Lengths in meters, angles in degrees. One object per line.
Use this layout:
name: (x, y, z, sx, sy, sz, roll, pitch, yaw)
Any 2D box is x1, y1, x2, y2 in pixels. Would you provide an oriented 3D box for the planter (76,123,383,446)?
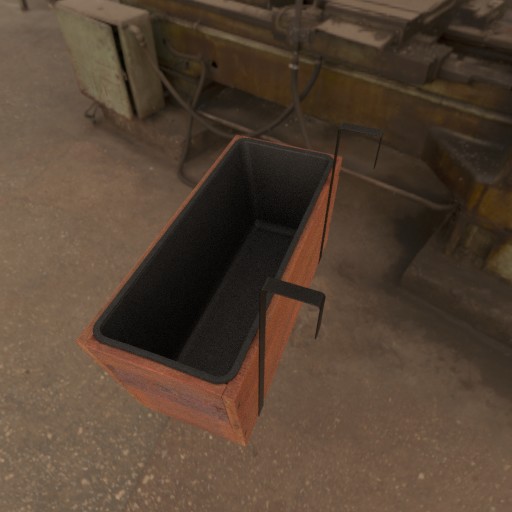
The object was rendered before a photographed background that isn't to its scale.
planter: (0.000, 0.000, 0.661, 0.262, 0.289, 0.480, 16, 48, 14)
